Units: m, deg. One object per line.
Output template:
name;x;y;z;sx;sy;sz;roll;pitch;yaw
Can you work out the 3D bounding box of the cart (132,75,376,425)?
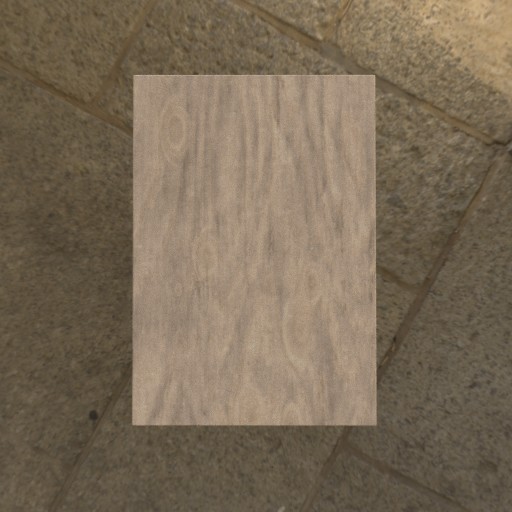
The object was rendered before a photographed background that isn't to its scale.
cart;0.000;0.000;1.145;0.403;0.839;0.584;0;89;0
